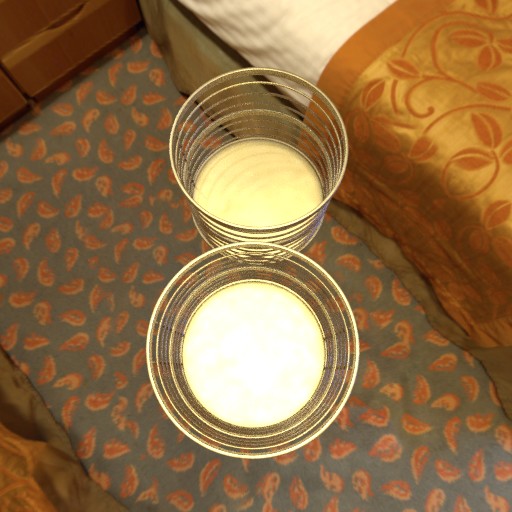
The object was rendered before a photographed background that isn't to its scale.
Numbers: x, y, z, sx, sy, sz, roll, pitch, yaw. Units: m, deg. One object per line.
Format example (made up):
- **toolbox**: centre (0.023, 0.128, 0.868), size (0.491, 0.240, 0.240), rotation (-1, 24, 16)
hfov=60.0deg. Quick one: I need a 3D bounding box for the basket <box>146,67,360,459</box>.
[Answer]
- **basket**: centre (0.000, 0.000, 0.953), size (0.356, 0.351, 0.746), rotation (2, 76, 0)
